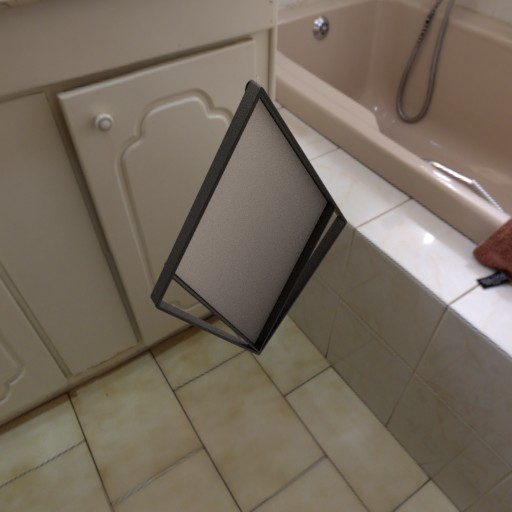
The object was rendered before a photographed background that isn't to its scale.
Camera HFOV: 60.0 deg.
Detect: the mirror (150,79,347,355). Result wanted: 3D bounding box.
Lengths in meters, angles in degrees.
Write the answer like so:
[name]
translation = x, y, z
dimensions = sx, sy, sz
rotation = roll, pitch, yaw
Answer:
[mirror]
translation = 0.000, 0.000, 0.843
dimensions = 0.419, 0.679, 0.032
rotation = -24, 51, -21
